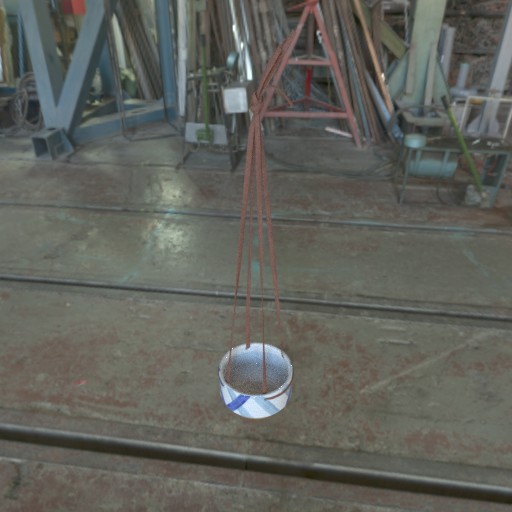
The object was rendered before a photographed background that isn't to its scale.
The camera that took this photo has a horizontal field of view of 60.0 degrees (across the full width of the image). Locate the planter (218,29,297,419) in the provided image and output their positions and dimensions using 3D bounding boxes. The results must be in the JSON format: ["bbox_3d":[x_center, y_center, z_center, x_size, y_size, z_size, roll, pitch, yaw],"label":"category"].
[{"bbox_3d":[0.000,0.000,0.820,0.166,0.751,0.166,-22,38,-31],"label":"planter"}]
